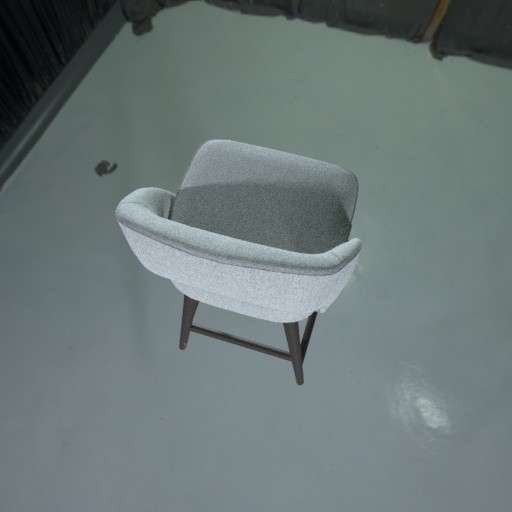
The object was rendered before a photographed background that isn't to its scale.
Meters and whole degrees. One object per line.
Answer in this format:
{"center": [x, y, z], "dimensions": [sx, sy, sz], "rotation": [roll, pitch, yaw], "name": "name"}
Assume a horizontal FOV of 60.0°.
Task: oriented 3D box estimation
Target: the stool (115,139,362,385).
{"center": [0.000, 0.000, 1.201], "dimensions": [0.494, 0.940, 0.509], "rotation": [15, 64, 7], "name": "stool"}
